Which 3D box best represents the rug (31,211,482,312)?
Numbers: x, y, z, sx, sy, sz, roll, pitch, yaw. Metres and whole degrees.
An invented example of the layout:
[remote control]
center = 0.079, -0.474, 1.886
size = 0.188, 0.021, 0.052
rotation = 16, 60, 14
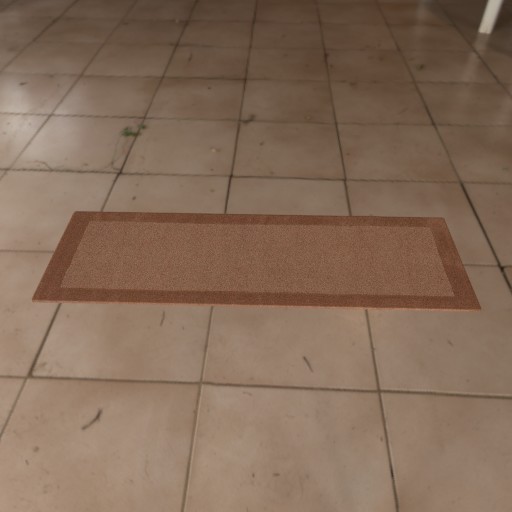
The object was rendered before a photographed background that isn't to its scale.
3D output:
[rug]
center = 0.000, 0.000, 2.658
size = 2.439, 0.017, 0.764
rotation = 1, 46, 1
